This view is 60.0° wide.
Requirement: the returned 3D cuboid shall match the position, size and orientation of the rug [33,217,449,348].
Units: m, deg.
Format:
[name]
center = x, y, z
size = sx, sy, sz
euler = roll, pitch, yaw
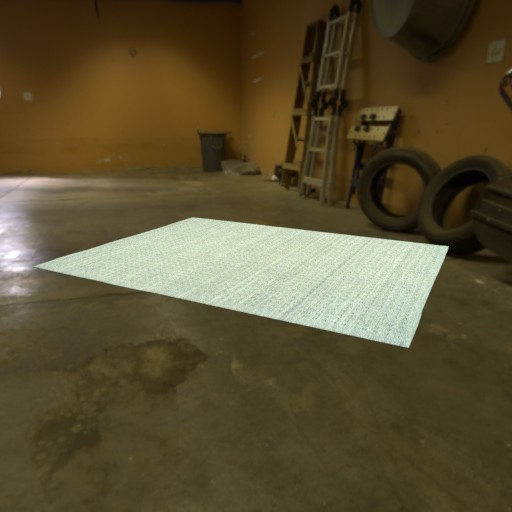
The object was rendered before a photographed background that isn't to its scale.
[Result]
[rug]
center = 0.000, 0.000, 4.220
size = 3.200, 0.007, 2.443
euler = 8, 18, 27
